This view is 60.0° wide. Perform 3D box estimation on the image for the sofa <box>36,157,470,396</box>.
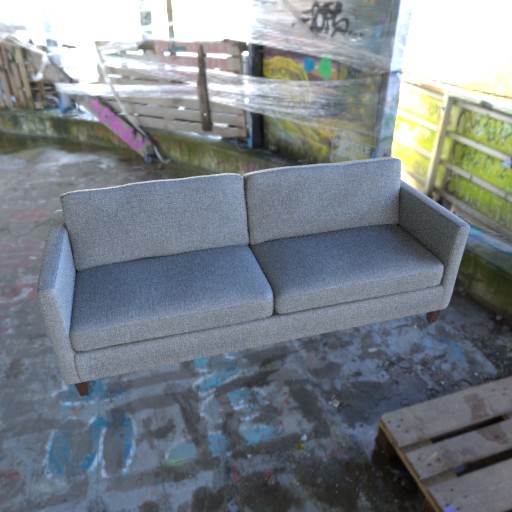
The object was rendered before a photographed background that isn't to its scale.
[{"bbox_3d":[0.000,0.000,2.852,2.434,0.951,0.948,-9,32,-14],"label":"sofa"}]
